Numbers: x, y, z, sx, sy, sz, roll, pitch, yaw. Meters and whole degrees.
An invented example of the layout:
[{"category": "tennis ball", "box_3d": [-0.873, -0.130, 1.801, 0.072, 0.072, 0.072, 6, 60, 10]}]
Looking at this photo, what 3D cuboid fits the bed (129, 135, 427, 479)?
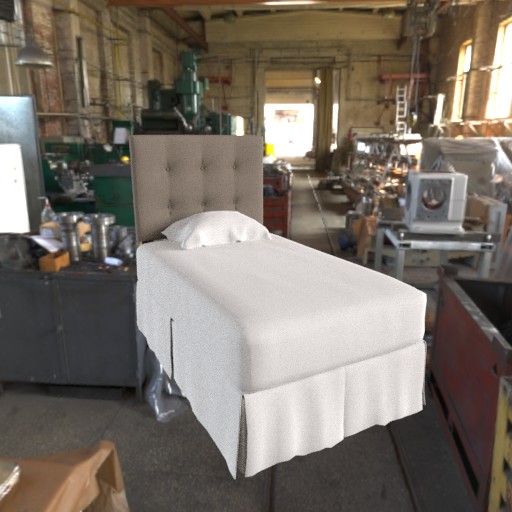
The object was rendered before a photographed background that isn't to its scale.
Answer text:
[{"category": "bed", "box_3d": [0.000, 0.000, 2.967, 1.261, 1.571, 1.997, -8, 17, -27]}]
